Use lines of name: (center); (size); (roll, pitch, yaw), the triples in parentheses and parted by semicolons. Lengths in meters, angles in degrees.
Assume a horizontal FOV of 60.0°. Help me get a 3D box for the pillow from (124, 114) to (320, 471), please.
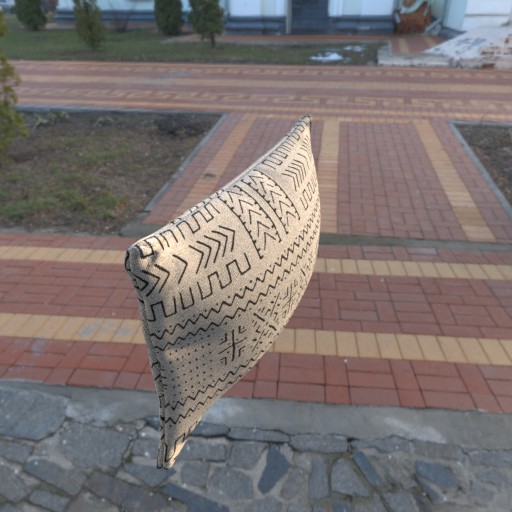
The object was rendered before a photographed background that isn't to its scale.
pillow: (0.000, 0.000, 0.768); (0.188, 0.352, 0.637); (12, 32, 19)
